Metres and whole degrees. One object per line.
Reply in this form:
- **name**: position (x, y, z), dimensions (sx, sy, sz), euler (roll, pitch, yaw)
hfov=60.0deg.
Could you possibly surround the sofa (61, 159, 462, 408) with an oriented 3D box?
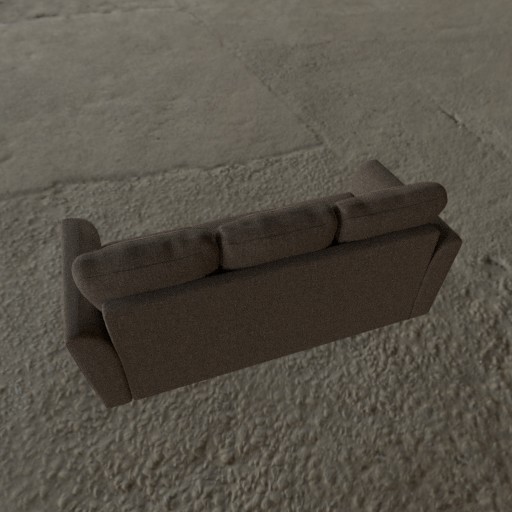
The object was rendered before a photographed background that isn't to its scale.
- **sofa**: position (0.000, 0.000, 2.328), dimensions (1.847, 0.891, 0.837), euler (-13, 44, -14)
